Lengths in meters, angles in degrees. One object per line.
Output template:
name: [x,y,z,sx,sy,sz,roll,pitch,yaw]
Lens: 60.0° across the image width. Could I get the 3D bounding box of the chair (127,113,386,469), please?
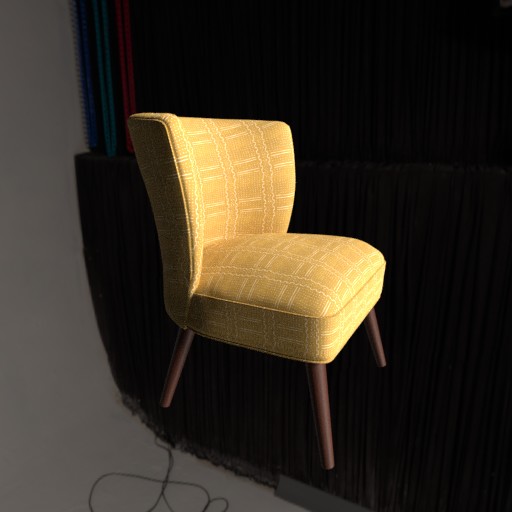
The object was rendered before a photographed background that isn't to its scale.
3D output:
chair: [0.000,0.000,1.417,0.758,0.866,0.706,8,17,27]
